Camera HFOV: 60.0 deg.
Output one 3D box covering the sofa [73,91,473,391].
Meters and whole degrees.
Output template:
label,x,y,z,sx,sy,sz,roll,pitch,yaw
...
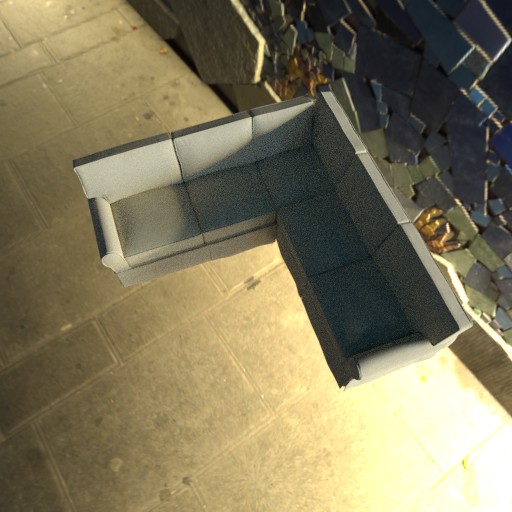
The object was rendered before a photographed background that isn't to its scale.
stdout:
label,x,y,z,sx,sy,sz,roll,pitch,yaw
sofa,0.000,0.000,3.937,2.591,1.070,2.597,-18,64,-9
